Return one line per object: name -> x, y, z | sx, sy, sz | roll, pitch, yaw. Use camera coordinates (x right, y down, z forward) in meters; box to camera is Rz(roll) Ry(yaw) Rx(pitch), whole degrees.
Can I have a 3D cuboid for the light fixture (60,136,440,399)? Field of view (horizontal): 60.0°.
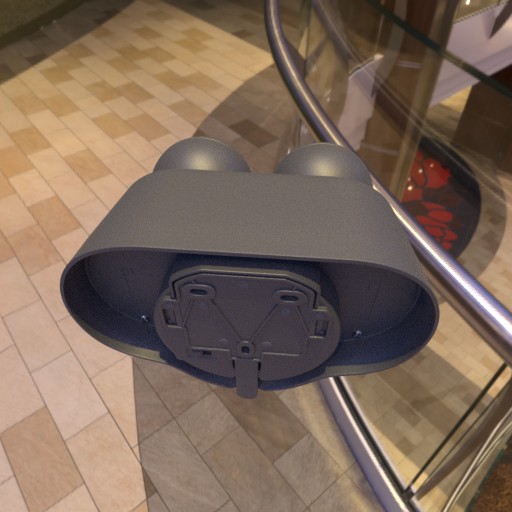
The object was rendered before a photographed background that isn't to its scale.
light fixture -> 0.000, 0.000, 0.341 | 0.229, 0.159, 0.159 | 4, 46, 3
